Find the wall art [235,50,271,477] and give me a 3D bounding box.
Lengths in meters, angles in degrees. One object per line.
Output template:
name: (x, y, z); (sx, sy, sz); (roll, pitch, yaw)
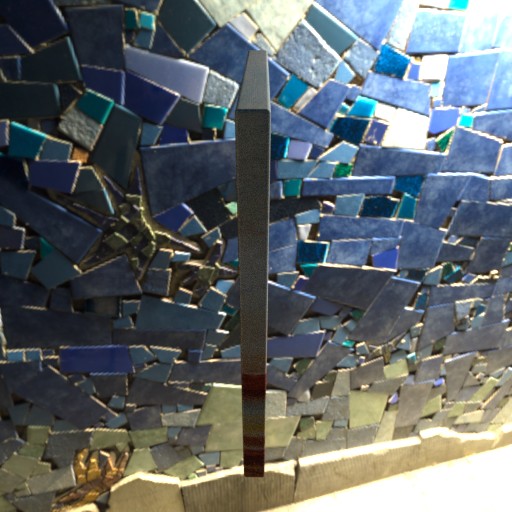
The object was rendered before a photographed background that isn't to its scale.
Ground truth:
wall art: (0.000, 0.000, 0.775); (0.035, 0.605, 0.443); (0, 32, 1)
